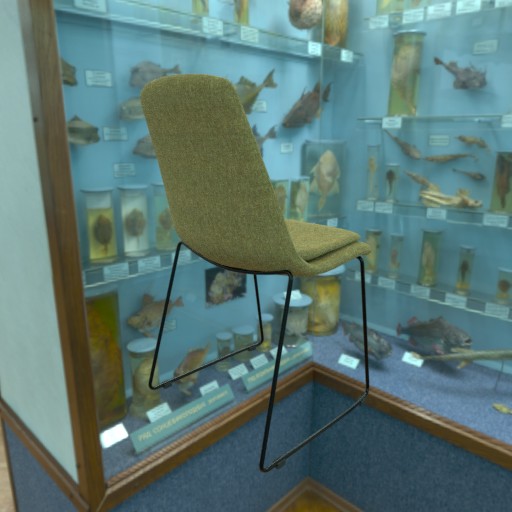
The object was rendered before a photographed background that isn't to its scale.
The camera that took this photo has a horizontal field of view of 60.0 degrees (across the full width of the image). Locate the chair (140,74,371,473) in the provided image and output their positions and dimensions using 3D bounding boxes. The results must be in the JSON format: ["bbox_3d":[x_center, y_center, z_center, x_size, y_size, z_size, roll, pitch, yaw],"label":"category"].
[{"bbox_3d":[0.000,0.000,1.168,0.496,0.849,0.479,-14,21,-42],"label":"chair"}]
